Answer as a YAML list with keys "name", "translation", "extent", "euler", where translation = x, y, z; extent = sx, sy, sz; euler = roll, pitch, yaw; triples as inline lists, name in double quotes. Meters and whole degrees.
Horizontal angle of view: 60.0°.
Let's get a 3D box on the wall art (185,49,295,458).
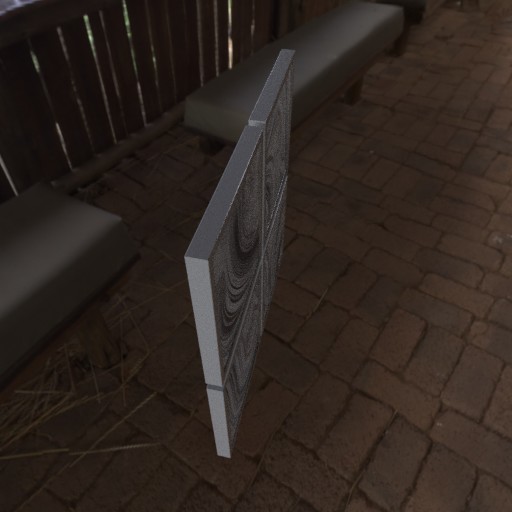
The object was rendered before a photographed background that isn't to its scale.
- name: "wall art"
  translation: [0.000, 0.000, 0.929]
  extent: [0.029, 0.611, 0.611]
  euler: [9, 47, 9]
